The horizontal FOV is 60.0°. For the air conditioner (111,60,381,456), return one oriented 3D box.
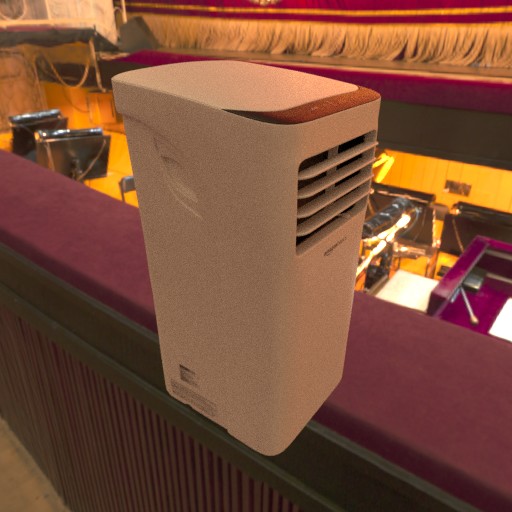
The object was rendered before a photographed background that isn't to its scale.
[{"bbox_3d":[0.000,0.000,0.911,0.369,0.716,0.352,19,34,32],"label":"air conditioner"}]
